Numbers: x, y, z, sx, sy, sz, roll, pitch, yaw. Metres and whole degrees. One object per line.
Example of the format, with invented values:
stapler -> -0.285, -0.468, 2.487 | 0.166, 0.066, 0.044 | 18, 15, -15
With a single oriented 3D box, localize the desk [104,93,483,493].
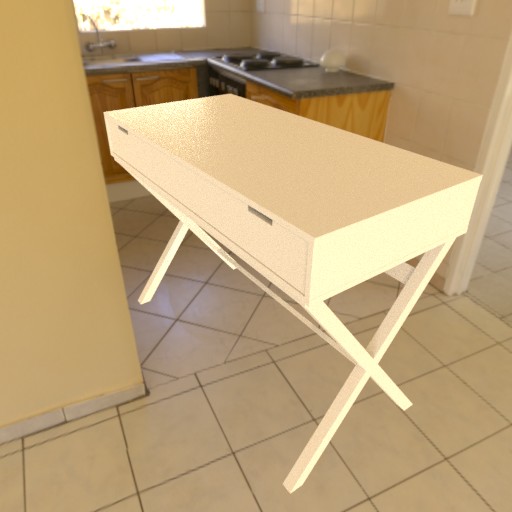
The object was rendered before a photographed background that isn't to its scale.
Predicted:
desk -> 0.000, 0.000, 1.446 | 0.509, 0.780, 1.059 | -20, 37, -29
